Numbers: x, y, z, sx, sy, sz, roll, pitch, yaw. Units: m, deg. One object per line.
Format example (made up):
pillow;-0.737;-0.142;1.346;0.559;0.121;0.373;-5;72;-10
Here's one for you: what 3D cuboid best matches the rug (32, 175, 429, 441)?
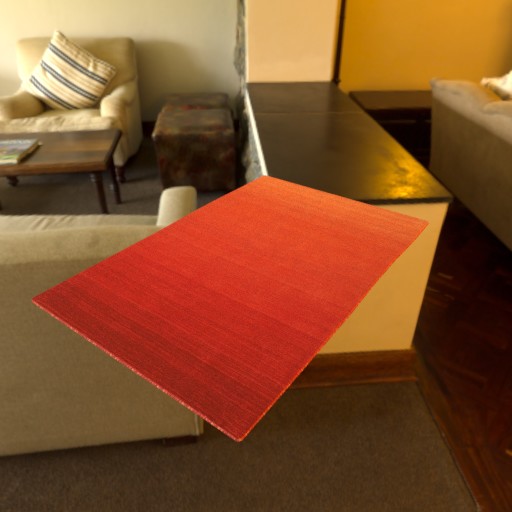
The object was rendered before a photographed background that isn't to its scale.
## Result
rug;0.000;0.000;2.340;1.230;0.018;1.835;22;39;30
